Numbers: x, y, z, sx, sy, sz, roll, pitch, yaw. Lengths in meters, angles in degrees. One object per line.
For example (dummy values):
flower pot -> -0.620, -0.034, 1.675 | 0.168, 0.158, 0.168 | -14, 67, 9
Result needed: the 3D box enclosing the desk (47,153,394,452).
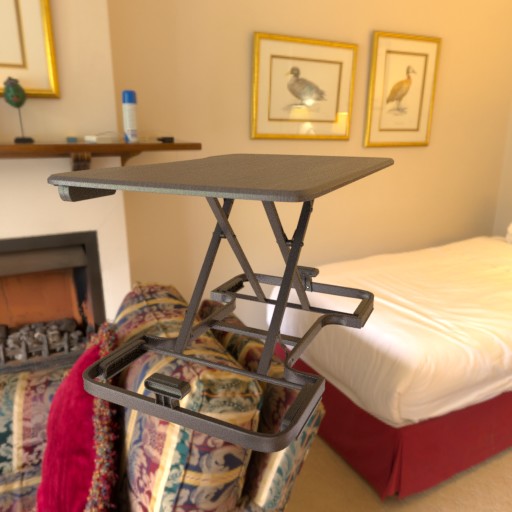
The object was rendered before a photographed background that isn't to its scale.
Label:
desk -> 0.000, 0.000, 1.156 | 0.546, 0.470, 0.820 | 8, 18, 25
